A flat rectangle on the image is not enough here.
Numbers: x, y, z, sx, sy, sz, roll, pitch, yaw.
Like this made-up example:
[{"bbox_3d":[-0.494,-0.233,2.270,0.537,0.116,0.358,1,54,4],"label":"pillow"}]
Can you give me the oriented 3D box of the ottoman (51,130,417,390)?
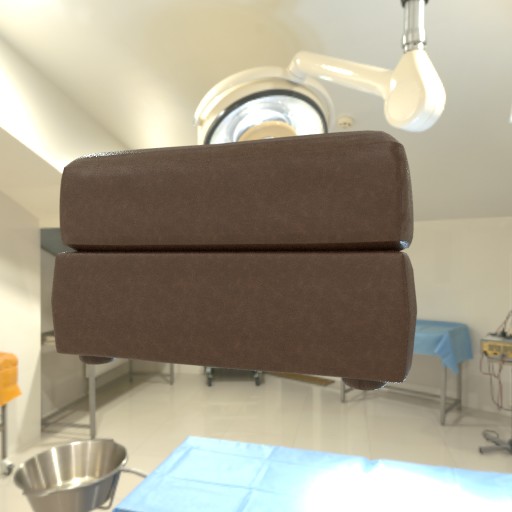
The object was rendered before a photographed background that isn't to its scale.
[{"bbox_3d":[0.000,0.000,1.106,0.751,0.476,0.603,0,0,18],"label":"ottoman"}]
